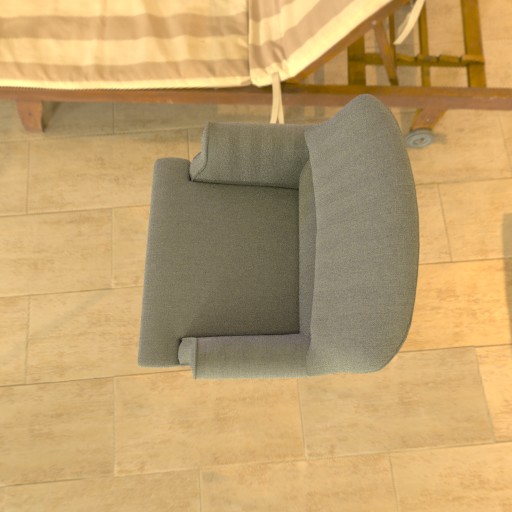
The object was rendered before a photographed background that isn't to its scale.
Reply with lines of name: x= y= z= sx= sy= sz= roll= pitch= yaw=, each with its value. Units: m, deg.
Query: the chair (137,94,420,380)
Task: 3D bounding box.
chair: x=0.000 y=0.000 z=1.435 sx=0.755 sy=0.880 sz=0.772 roll=1 pitch=76 yaw=0
